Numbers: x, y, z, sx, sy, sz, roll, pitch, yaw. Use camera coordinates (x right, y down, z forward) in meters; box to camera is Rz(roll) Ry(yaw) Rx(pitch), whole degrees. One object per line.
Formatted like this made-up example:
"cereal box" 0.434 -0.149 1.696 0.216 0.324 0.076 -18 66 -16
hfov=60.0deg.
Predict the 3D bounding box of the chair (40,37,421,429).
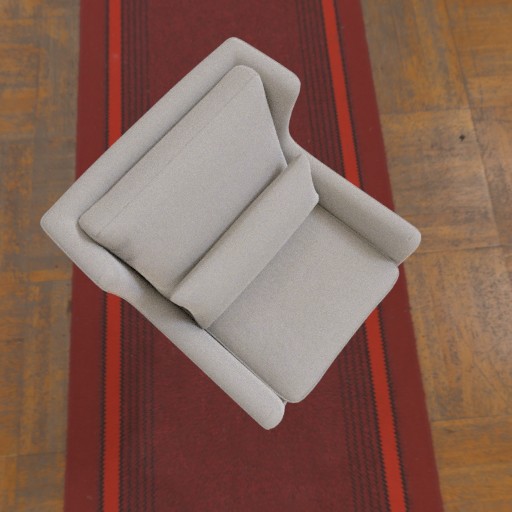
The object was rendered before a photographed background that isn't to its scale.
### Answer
"chair" 0.000 0.000 1.865 1.040 1.056 0.982 39 78 10
